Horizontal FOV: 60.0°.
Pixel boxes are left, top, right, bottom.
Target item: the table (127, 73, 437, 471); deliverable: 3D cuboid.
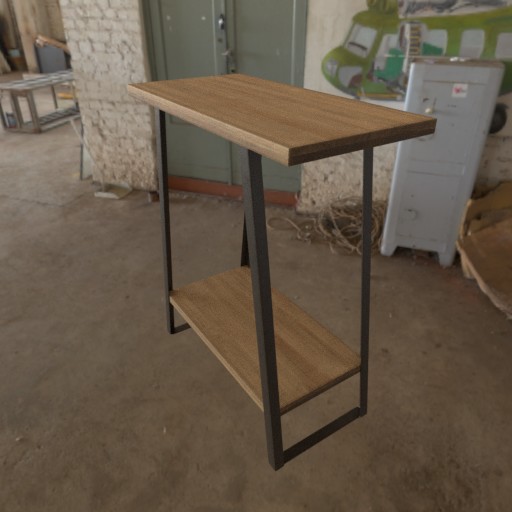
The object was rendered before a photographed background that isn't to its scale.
[{"bbox_3d":[0.000,0.000,1.028,0.300,0.701,0.599,-18,35,-29],"label":"table"}]
